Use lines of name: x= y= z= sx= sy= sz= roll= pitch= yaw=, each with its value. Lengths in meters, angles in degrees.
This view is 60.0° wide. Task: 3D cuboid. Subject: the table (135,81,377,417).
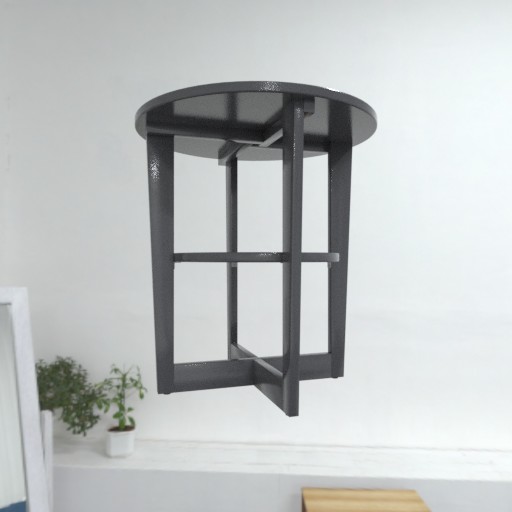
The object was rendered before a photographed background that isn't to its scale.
table: x=0.000 y=0.000 z=0.945 sx=0.500 sy=0.550 sz=0.500 roll=0 pitch=0 yaw=0
